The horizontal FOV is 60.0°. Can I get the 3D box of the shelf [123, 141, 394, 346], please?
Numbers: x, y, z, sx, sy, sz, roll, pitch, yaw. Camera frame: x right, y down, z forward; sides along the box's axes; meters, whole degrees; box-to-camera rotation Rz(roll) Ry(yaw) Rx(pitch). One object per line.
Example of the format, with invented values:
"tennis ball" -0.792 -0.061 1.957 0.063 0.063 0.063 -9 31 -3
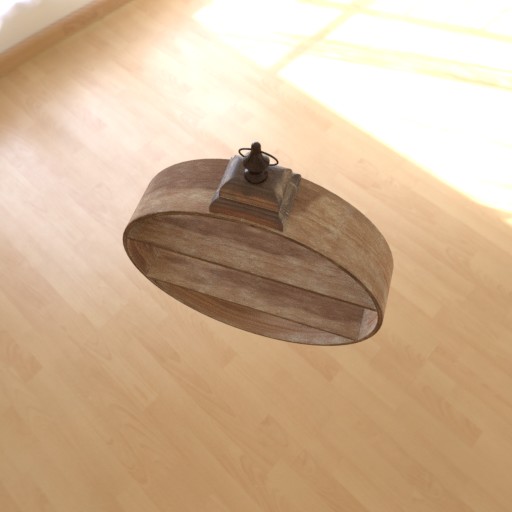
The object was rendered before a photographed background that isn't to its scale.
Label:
"shelf" 0.000 0.000 0.980 0.601 0.725 0.125 16 64 8
